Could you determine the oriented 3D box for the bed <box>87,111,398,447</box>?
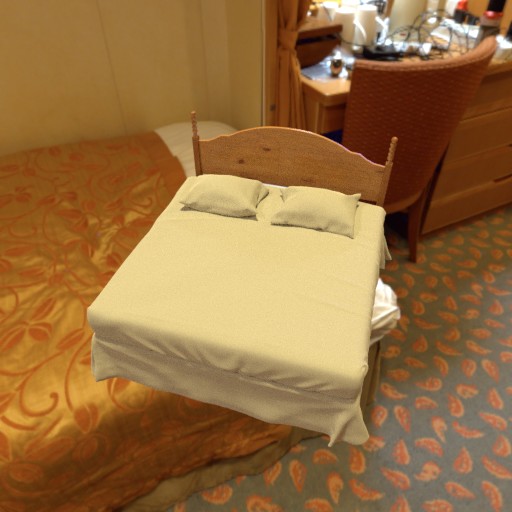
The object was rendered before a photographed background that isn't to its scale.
[{"bbox_3d":[0.000,0.000,3.672,2.322,1.355,2.219,11,43,12],"label":"bed"}]
